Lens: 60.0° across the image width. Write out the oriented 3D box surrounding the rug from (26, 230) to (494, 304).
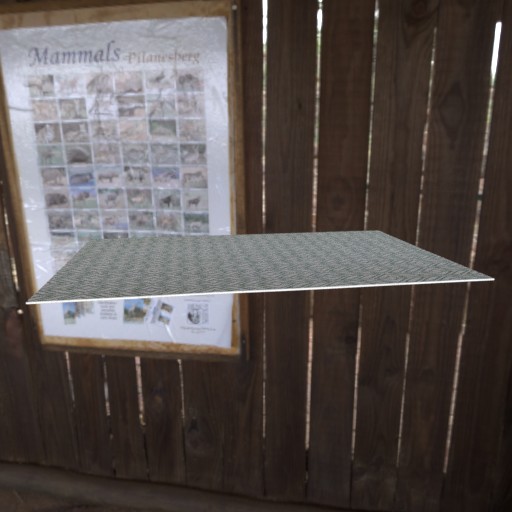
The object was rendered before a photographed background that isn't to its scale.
[{"bbox_3d":[0.000,0.000,2.993,2.435,0.011,1.517,-2,14,-9],"label":"rug"}]
